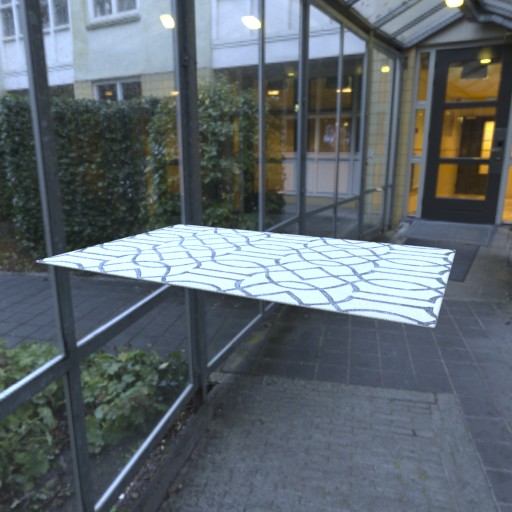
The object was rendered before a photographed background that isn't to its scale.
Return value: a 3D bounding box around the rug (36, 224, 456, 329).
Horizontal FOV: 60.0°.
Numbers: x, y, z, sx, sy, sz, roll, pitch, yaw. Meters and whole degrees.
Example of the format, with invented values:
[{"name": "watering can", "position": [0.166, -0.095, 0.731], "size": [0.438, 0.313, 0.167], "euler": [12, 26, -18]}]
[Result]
[{"name": "rug", "position": [0.000, 0.000, 2.954], "size": [2.365, 0.017, 1.521], "euler": [7, 15, 26]}]
